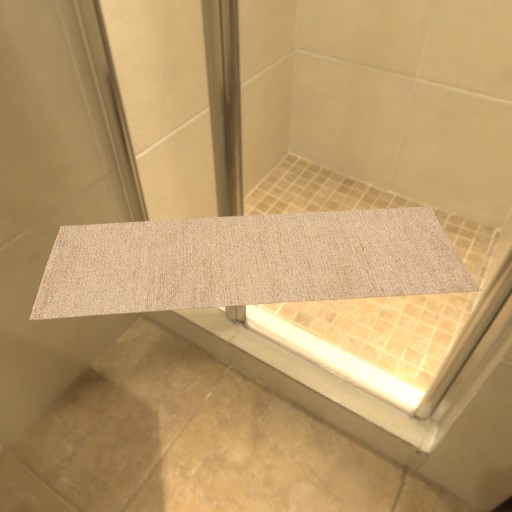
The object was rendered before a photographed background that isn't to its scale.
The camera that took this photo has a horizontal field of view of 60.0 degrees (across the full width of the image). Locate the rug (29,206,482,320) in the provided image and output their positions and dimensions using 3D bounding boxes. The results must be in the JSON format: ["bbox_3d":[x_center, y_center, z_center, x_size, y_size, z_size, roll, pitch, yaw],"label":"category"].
[{"bbox_3d":[0.000,0.000,2.530,2.346,0.013,0.712,-3,46,-3],"label":"rug"}]
